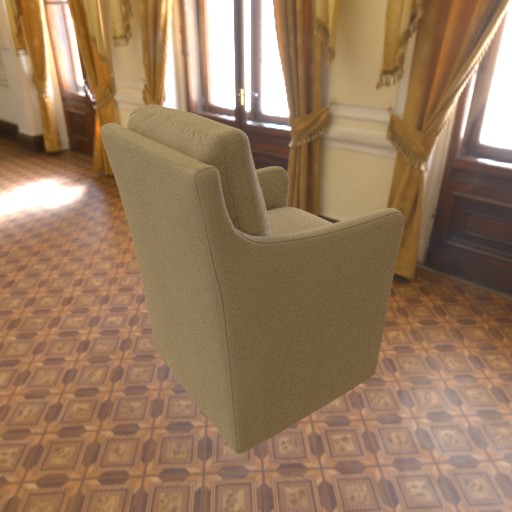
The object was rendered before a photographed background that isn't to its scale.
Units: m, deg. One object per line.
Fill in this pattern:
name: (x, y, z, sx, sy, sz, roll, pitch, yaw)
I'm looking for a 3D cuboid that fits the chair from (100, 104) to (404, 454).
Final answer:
chair: (0.000, 0.000, 1.414, 0.694, 0.914, 0.626, -18, 32, -31)
